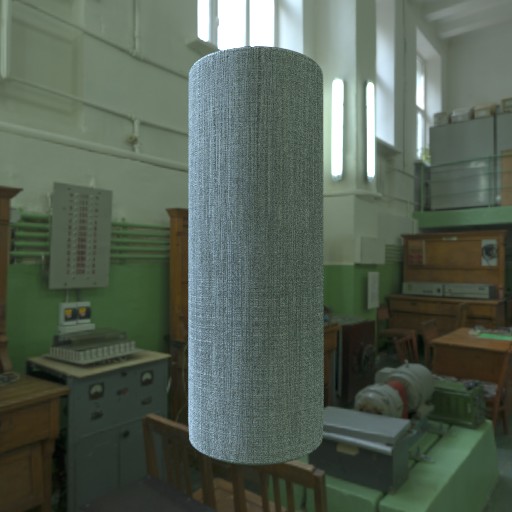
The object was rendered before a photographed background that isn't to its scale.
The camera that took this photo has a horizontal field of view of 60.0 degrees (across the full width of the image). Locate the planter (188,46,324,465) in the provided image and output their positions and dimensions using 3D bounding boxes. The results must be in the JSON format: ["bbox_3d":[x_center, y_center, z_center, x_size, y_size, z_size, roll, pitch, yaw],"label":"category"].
[{"bbox_3d":[0.000,0.000,0.332,0.100,0.270,0.100,0,0,37],"label":"planter"}]
